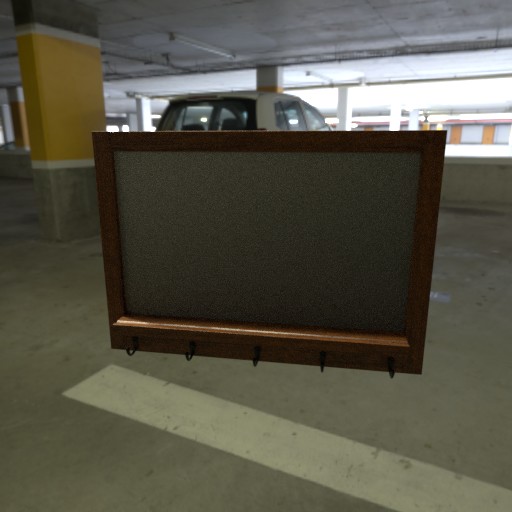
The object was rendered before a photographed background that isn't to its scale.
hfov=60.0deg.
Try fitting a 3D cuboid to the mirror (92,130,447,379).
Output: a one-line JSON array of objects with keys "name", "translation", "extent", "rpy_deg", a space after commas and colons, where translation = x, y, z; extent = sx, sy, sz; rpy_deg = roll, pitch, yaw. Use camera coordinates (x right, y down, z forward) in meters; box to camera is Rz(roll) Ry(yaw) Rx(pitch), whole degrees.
[{"name": "mirror", "translation": [0.000, 0.000, 0.984], "extent": [0.758, 0.537, 0.084], "rpy_deg": [3, 15, 10]}]
